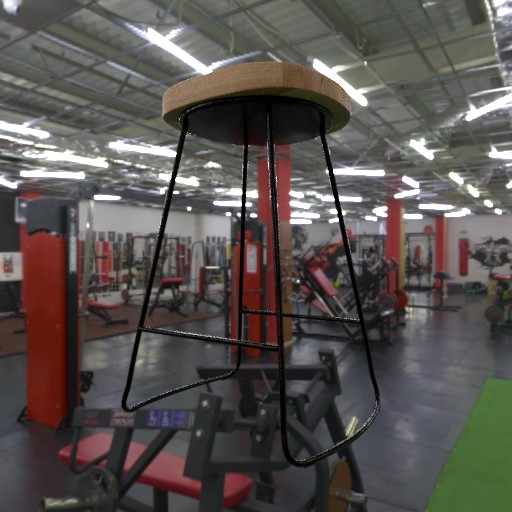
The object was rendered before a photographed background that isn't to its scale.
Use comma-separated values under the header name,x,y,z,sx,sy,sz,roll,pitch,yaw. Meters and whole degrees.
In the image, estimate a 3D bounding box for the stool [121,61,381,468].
name,x,y,z,sx,sy,sz,roll,pitch,yaw
stool,0.000,0.000,0.966,0.480,0.679,0.401,0,0,36
